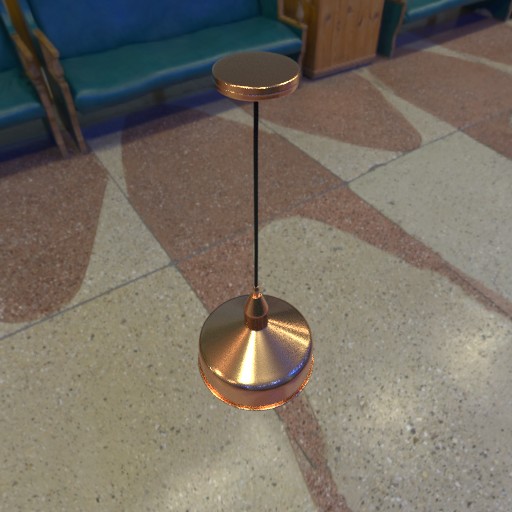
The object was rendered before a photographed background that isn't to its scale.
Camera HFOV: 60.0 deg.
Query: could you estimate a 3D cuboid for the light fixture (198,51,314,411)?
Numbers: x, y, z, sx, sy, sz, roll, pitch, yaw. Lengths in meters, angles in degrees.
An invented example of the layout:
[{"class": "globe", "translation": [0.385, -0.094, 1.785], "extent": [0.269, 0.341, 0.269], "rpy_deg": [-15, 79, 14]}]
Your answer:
[{"class": "light fixture", "translation": [0.000, 0.000, 0.891], "extent": [0.301, 0.754, 0.301], "rpy_deg": [-24, 50, -21]}]
